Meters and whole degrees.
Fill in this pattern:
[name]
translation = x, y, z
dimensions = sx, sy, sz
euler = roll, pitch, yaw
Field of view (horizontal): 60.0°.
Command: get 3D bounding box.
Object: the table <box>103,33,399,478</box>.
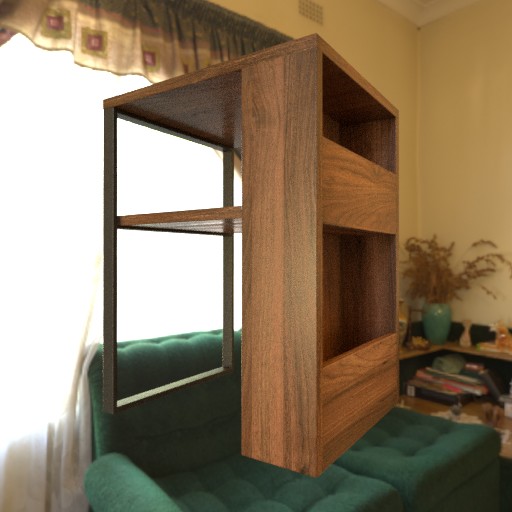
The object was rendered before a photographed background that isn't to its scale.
[table]
translation = 0.000, 0.000, 1.527
dimensions = 0.786, 1.041, 0.660
euler = 0, 0, 34
